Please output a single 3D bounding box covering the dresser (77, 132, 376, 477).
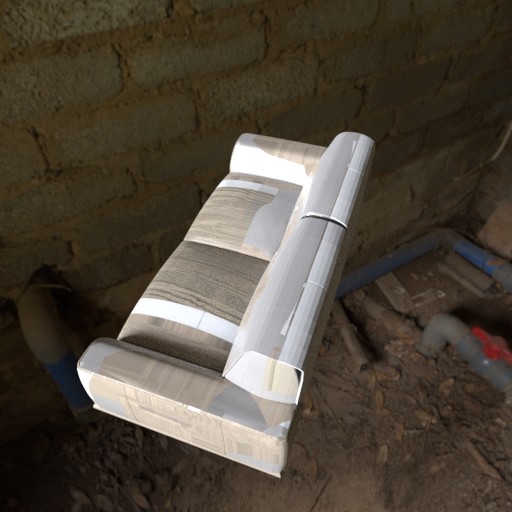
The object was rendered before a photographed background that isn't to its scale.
[{"bbox_3d":[0.000,0.000,5.777,2.251,1.863,4.679,14,48,14],"label":"dresser"}]
